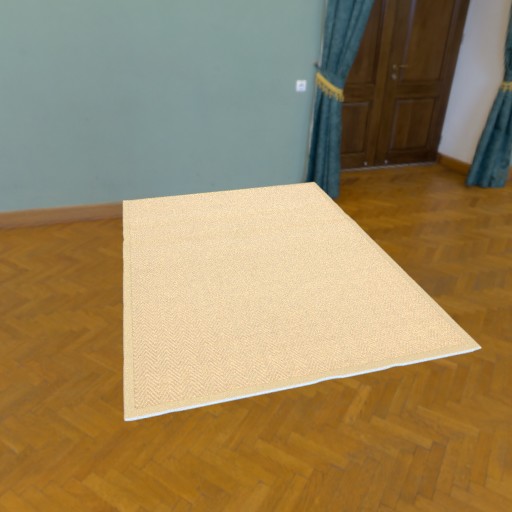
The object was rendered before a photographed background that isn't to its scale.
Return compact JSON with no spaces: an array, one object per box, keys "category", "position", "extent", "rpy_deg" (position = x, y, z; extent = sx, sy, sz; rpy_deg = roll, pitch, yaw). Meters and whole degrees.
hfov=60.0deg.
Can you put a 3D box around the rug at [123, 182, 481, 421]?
[{"category":"rug","position":[0.000,0.000,4.708],"extent":[2.734,0.037,3.659],"rpy_deg":[-8,32,-12]}]
